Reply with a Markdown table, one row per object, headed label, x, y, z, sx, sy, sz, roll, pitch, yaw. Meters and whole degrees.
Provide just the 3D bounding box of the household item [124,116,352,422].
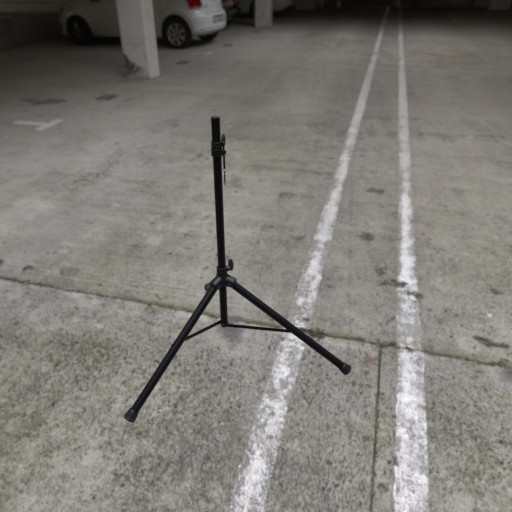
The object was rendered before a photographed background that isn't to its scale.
| label | x | y | z | sx | sy | sz | roll | pitch | yaw |
| --- | --- | --- | --- | --- | --- | --- | --- | --- | --- |
| household item | 0.000 | 0.000 | 1.880 | 0.907 | 1.136 | 1.045 | 7 | 30 | 13 |
